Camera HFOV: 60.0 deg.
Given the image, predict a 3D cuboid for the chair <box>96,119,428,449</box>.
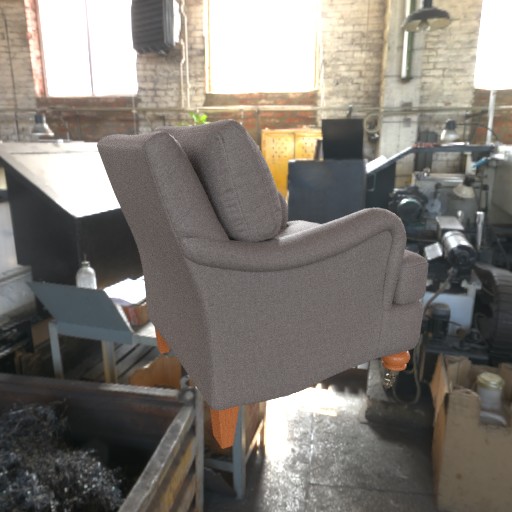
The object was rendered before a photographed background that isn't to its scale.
[{"bbox_3d":[0.000,0.000,1.826,1.070,1.038,0.955,-7,16,-26],"label":"chair"}]
